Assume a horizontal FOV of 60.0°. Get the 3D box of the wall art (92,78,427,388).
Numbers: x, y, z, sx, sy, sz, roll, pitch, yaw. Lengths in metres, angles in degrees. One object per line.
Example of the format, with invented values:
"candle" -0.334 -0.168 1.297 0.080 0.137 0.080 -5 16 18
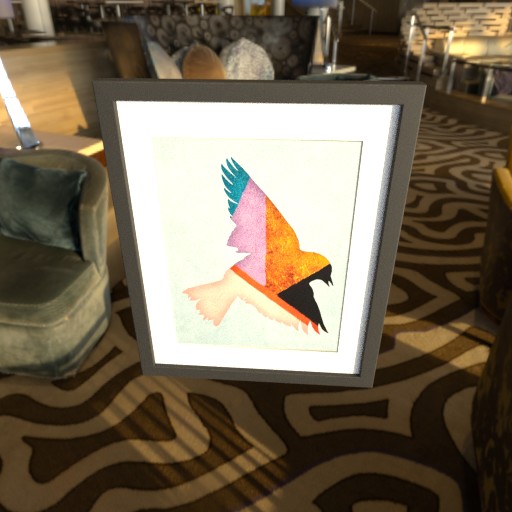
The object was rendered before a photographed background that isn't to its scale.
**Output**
"wall art" 0.000 0.000 0.751 0.457 0.558 0.028 2 30 4
